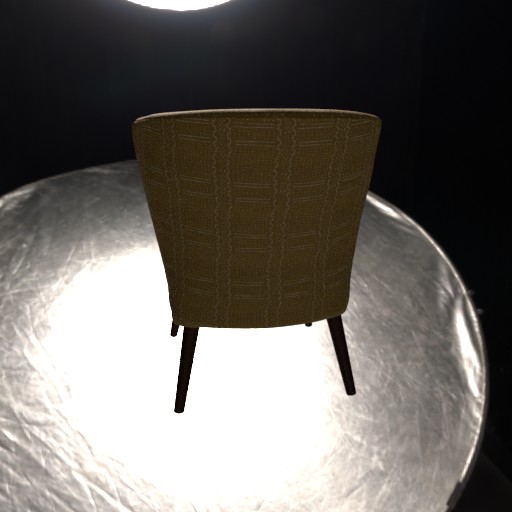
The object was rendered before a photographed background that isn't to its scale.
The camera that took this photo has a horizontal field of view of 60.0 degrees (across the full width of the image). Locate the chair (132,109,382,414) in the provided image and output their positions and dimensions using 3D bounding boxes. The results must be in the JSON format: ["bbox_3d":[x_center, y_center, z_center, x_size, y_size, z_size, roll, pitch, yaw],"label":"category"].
[{"bbox_3d":[0.000,0.000,1.422,0.706,0.866,0.758,-3,16,-10],"label":"chair"}]
